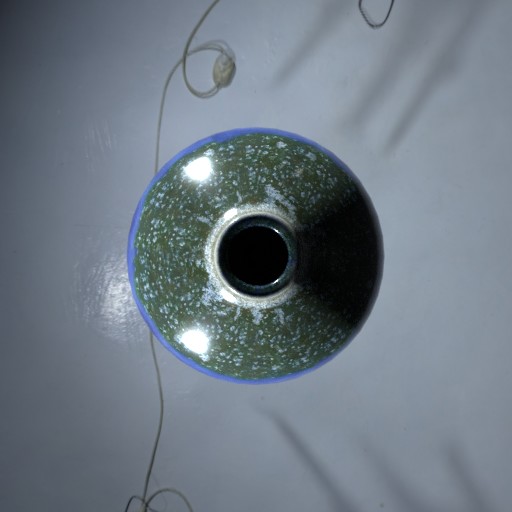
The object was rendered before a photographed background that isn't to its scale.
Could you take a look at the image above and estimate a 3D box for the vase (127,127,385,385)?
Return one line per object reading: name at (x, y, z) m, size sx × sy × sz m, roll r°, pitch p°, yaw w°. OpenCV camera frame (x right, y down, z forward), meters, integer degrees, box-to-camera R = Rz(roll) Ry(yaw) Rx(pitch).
vase at (0.000, 0.000, 0.266) m, size 0.154 × 0.133 × 0.154 m, roll 0°, pitch 90°, yaw -1°
